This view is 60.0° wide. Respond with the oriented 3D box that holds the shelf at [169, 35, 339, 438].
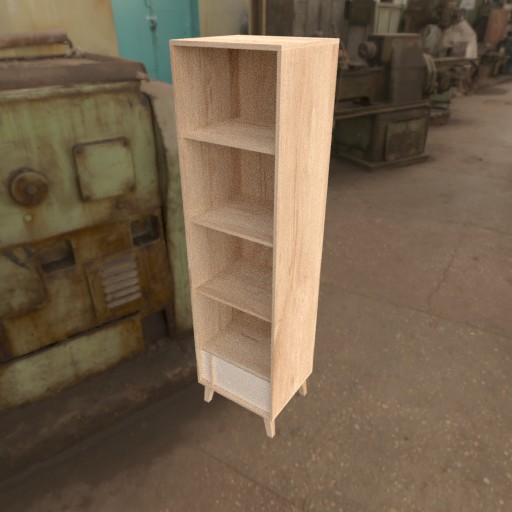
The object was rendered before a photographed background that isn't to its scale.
[{"bbox_3d":[0.000,0.000,2.227,0.510,1.960,0.450,18,34,29],"label":"shelf"}]
